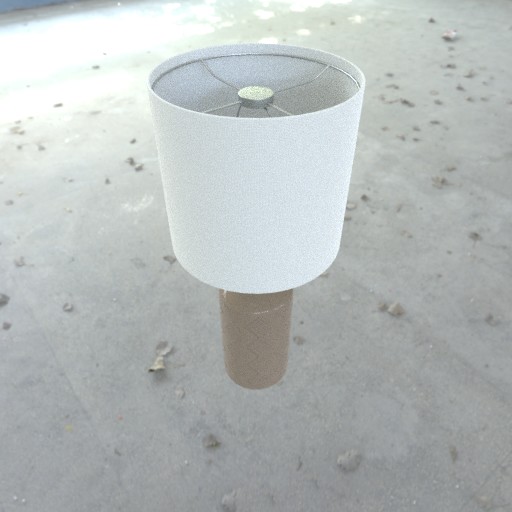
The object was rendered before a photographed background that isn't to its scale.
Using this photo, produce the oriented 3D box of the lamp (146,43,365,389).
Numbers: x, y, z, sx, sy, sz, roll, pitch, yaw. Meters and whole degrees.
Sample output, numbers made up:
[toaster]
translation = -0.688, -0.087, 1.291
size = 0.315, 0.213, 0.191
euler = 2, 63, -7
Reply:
[lamp]
translation = 0.000, 0.000, 0.575
size = 0.207, 0.461, 0.207
euler = -27, 47, -27
